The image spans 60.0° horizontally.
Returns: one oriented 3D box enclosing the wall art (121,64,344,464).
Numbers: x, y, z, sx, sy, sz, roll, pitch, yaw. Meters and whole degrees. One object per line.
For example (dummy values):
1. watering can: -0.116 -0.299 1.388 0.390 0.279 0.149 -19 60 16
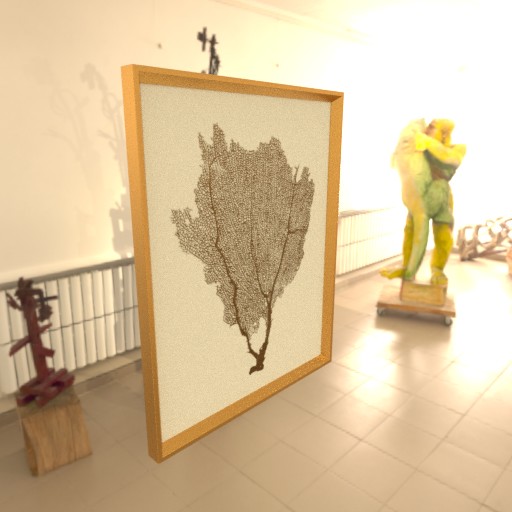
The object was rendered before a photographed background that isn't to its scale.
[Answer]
1. wall art: 0.000 0.000 1.036 0.038 0.762 0.610 14 20 43
